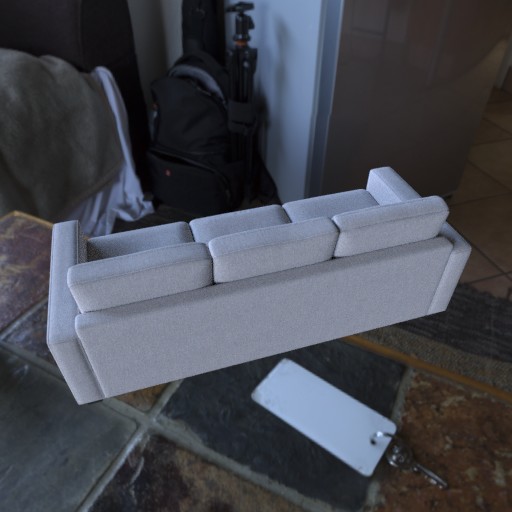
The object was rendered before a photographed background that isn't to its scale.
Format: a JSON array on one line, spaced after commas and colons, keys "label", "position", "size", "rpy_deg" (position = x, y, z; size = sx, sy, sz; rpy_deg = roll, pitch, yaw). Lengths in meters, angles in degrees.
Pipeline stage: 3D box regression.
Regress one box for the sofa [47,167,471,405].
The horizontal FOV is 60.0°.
[{"label": "sofa", "position": [0.000, 0.000, 2.502], "size": [2.120, 0.800, 0.900], "rpy_deg": [-12, 43, -13]}]
